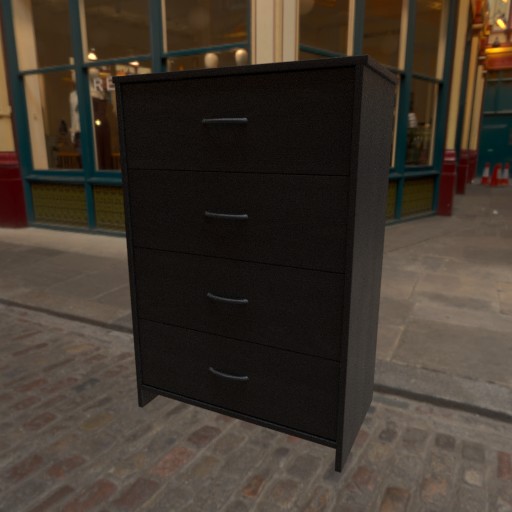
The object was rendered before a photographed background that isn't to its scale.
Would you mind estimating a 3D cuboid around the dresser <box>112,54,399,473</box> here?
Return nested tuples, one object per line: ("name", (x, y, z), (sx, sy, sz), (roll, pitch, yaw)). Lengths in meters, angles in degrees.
("dresser", (0.000, 0.000, 1.349), (0.700, 1.020, 0.398), (7, 16, 26))
